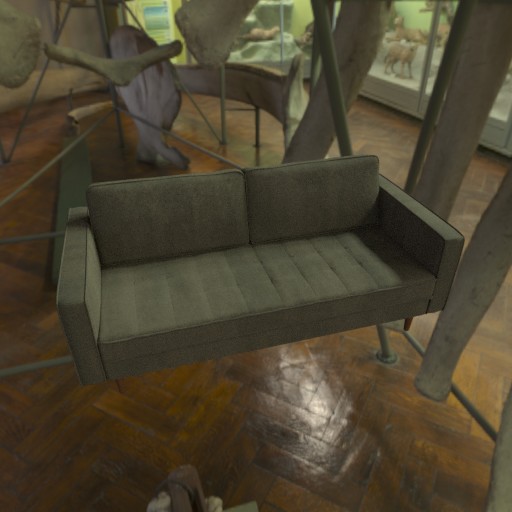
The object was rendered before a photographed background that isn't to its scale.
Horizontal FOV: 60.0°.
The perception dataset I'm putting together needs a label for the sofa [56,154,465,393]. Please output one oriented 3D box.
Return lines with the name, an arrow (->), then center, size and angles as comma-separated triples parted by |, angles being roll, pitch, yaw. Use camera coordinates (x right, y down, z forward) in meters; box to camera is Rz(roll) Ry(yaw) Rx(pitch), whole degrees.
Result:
sofa -> 0.000, 0.000, 2.414 | 1.920, 0.825, 0.924 | -9, 33, -14
